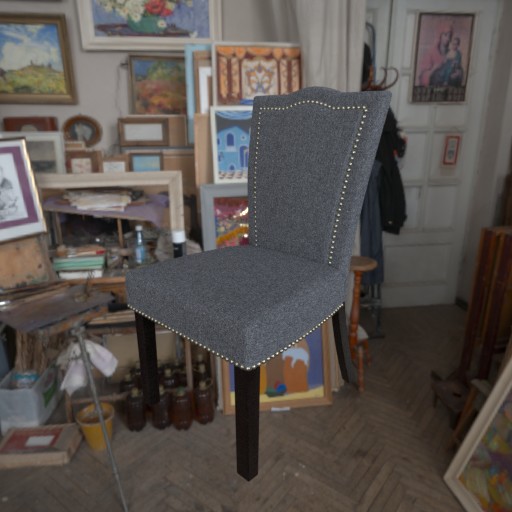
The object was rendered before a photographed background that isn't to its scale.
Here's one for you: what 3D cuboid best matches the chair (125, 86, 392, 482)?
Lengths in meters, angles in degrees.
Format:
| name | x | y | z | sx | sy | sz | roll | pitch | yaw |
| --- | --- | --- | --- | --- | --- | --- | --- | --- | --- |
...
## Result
| name | x | y | z | sx | sy | sz | roll | pitch | yaw |
| --- | --- | --- | --- | --- | --- | --- | --- | --- | --- |
| chair | 0.000 | 0.000 | 1.292 | 0.518 | 0.946 | 0.589 | 16 | 24 | 41 |
